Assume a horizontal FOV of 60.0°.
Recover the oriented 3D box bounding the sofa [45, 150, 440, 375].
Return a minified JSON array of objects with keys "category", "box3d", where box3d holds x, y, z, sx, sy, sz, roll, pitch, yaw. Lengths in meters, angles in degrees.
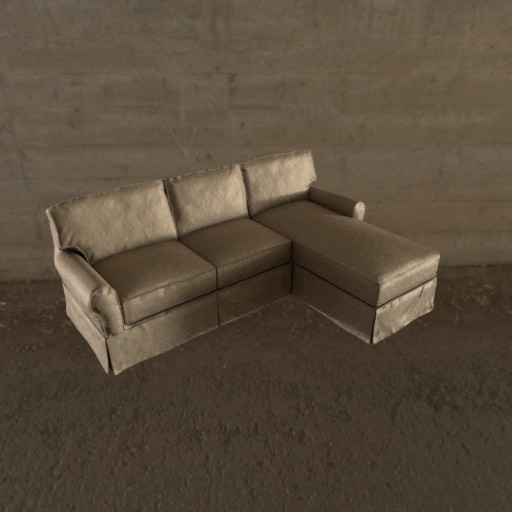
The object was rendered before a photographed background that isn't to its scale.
[{"category":"sofa","box3d":[0.000,0.000,3.293,2.475,0.978,1.733,-20,34,-33]}]
